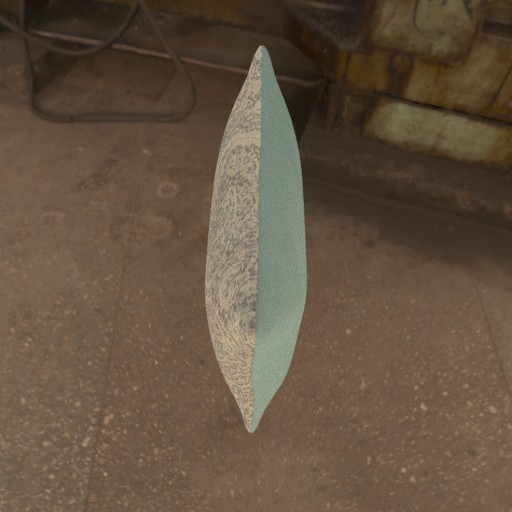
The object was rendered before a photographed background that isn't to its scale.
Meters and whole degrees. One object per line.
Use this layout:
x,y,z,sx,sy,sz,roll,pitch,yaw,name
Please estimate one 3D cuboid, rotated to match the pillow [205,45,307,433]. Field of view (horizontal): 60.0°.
0.000,0.000,0.816,0.166,0.507,0.526,1,58,1,pillow
